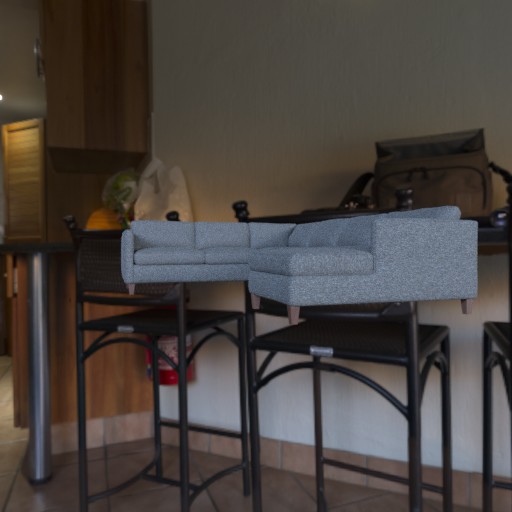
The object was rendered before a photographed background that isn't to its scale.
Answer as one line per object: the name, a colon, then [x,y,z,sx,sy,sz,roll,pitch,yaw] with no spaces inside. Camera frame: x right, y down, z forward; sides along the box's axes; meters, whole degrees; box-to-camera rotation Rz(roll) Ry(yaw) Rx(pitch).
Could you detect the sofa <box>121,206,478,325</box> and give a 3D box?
sofa: [0.000,0.000,4.483,2.551,0.853,3.238,0,1,-18]
